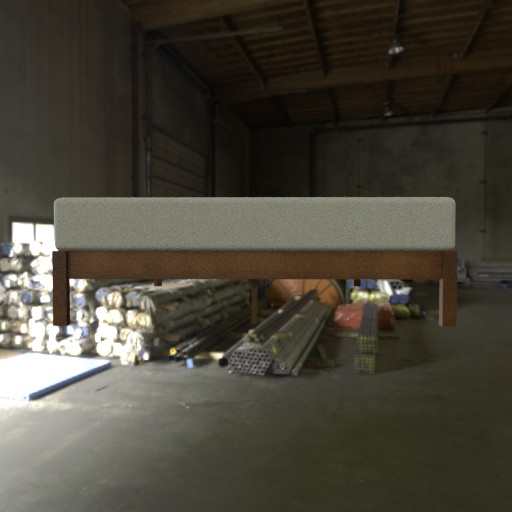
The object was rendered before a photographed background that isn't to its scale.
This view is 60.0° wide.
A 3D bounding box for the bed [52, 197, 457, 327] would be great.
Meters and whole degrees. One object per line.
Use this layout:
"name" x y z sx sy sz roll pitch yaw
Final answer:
"bed" 0.000 0.000 3.125 1.930 0.616 2.049 0 2 1
